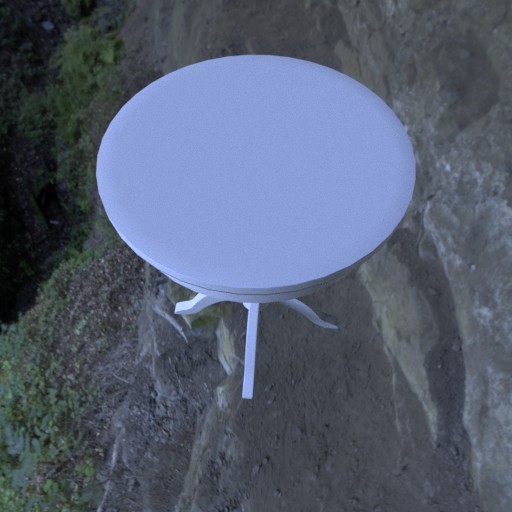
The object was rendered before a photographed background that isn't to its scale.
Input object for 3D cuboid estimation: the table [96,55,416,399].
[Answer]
[{"bbox_3d":[0.000,0.000,0.998,0.513,0.653,0.513,0,58,0],"label":"table"}]
